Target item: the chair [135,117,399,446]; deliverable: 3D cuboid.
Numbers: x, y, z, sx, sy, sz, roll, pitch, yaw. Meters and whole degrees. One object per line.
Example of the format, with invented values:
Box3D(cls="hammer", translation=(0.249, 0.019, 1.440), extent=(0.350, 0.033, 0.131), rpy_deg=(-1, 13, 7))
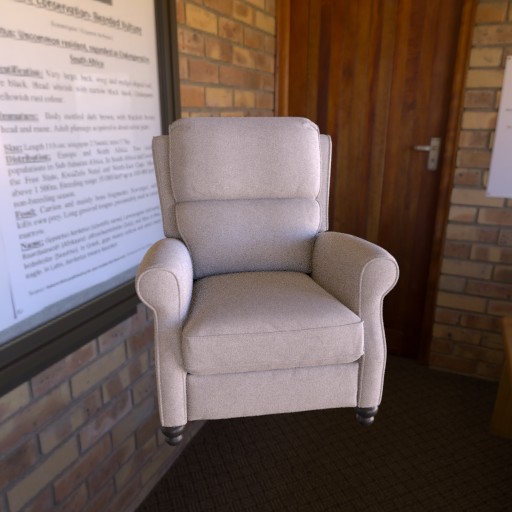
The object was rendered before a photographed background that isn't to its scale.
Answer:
Box3D(cls="chair", translation=(0.000, 0.000, 1.755), extent=(0.859, 1.046, 0.919), rpy_deg=(-3, 18, -8))
